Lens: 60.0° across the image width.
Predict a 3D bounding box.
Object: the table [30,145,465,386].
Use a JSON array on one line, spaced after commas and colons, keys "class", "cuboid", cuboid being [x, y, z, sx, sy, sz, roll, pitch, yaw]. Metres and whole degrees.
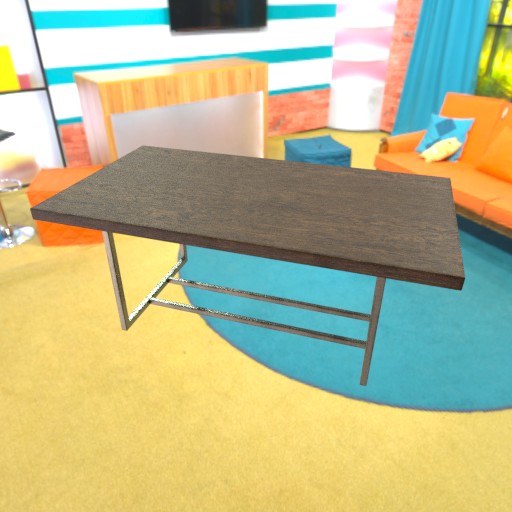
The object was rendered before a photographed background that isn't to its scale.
[{"class": "table", "cuboid": [0.000, 0.000, 2.556, 1.989, 0.795, 1.078, 9, 32, 15]}]
